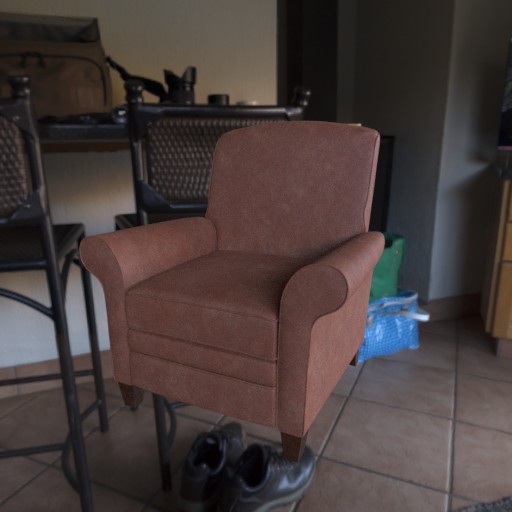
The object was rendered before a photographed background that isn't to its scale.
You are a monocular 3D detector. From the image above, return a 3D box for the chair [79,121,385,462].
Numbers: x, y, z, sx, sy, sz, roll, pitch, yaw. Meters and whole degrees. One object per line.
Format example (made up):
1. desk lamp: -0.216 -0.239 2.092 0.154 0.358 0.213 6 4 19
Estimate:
1. chair: 0.000 0.000 1.758 0.978 1.061 0.902 7 16 26
